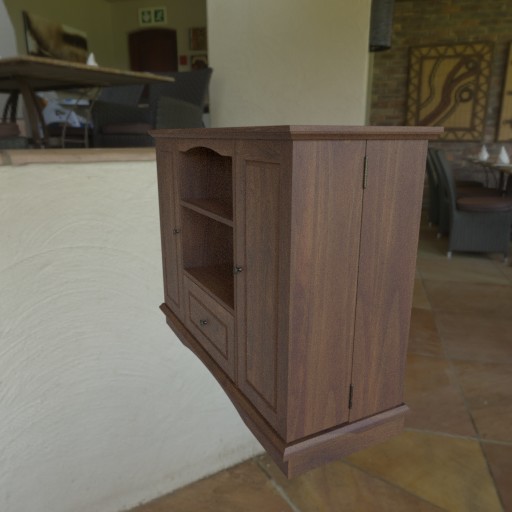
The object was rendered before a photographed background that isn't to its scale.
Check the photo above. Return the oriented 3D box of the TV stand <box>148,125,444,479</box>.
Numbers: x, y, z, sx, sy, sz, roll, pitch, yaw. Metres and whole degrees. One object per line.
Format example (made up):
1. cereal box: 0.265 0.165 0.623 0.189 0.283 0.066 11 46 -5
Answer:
1. TV stand: 0.000 0.000 1.474 0.406 0.813 1.067 -8 17 -26
